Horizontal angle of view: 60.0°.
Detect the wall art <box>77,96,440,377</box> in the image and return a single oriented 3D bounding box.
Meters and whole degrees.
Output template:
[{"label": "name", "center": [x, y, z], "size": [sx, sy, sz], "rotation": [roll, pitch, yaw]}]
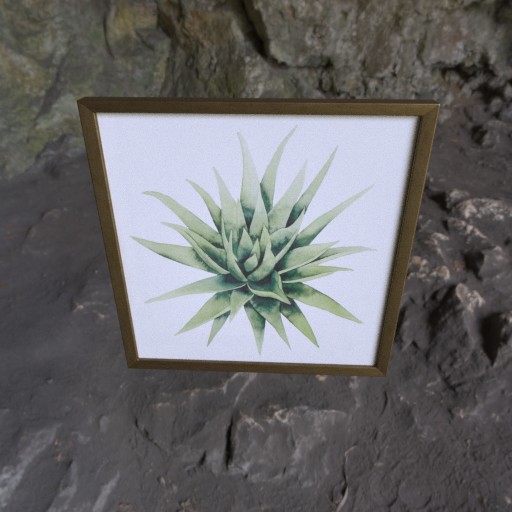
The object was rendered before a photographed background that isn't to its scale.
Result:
[{"label": "wall art", "center": [0.000, 0.000, 0.750], "size": [0.503, 0.506, 0.030], "rotation": [1, 30, 2]}]
